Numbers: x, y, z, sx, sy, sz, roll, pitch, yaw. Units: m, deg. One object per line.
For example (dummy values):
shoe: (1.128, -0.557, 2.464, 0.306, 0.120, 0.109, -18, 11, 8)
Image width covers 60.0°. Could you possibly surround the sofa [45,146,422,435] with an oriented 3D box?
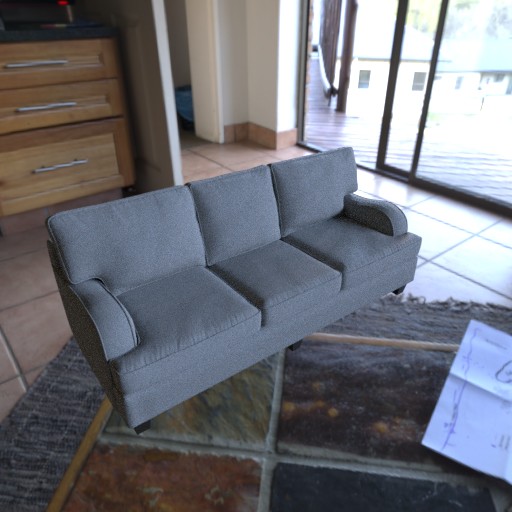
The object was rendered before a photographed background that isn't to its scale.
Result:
sofa: (0.000, 0.000, 2.933, 2.323, 0.997, 1.016, -20, 36, -31)
